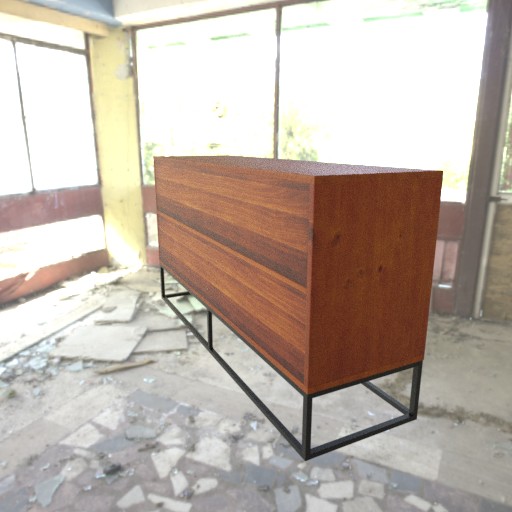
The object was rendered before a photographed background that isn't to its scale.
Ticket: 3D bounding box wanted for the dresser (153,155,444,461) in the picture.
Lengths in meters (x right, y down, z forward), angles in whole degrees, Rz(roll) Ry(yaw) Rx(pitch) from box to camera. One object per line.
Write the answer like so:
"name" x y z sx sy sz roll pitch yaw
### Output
"dresser" 0.000 0.000 1.933 0.464 0.810 1.536 -7 16 -26
